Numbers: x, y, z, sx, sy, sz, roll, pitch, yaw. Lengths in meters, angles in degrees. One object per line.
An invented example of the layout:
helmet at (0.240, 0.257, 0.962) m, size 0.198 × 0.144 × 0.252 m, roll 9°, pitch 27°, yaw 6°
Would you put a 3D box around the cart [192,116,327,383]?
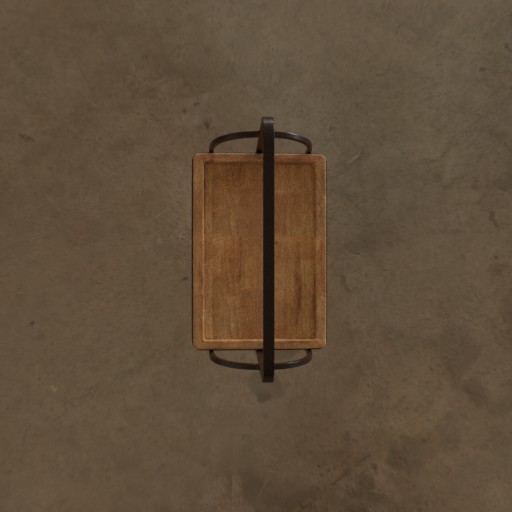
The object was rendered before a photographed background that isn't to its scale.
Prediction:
cart at (0.000, 0.000, 1.281) m, size 0.327 × 1.001 × 0.553 m, roll 0°, pitch 90°, yaw -2°
